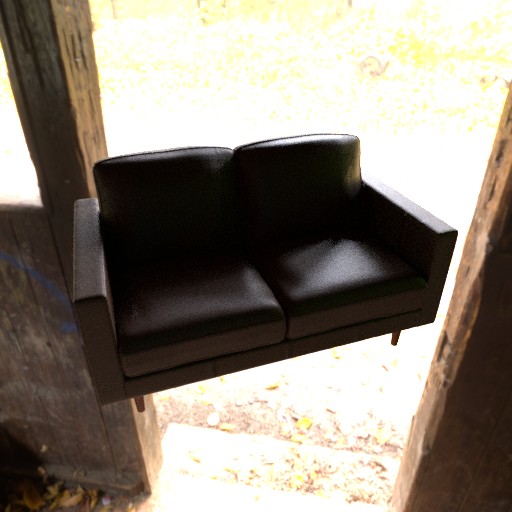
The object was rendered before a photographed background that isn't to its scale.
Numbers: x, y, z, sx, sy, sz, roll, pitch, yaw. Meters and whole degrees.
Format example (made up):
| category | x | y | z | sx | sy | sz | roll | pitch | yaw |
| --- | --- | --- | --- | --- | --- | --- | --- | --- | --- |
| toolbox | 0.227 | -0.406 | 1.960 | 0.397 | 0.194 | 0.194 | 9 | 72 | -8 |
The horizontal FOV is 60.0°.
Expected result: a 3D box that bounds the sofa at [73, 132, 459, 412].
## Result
| category | x | y | z | sx | sy | sz | roll | pitch | yaw |
| --- | --- | --- | --- | --- | --- | --- | --- | --- | --- |
| sofa | 0.000 | 0.000 | 2.133 | 1.578 | 0.951 | 0.909 | -10 | 33 | -16 |
